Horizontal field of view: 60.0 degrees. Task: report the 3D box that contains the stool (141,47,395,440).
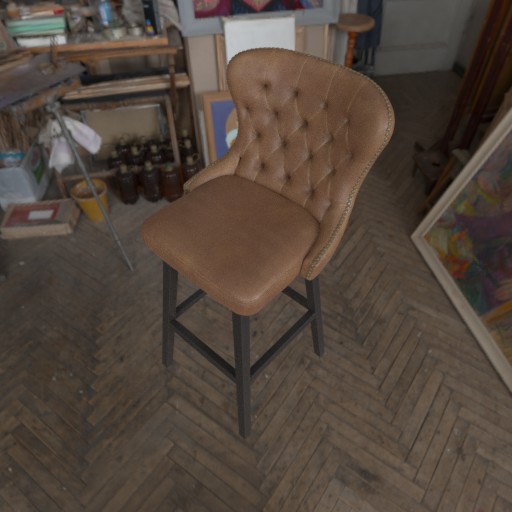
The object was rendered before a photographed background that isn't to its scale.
[{"bbox_3d":[0.000,0.000,1.395,0.528,1.050,0.601,33,55,28],"label":"stool"}]
